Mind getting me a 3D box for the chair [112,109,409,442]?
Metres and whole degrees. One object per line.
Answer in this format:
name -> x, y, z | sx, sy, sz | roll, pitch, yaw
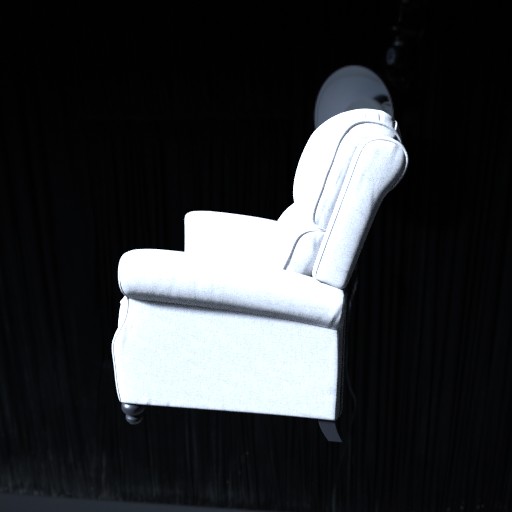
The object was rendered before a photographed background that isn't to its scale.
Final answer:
chair -> 0.000, 0.000, 1.700 | 0.919, 1.046, 0.859 | 2, 16, 7
